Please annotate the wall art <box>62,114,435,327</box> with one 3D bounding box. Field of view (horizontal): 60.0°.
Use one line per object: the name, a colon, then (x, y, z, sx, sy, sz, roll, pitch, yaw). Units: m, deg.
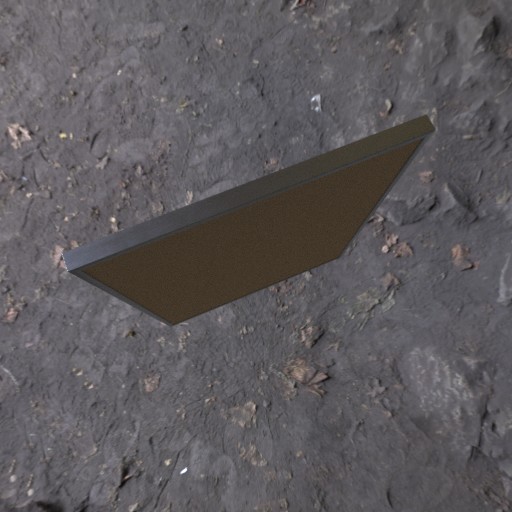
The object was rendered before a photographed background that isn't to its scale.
wall art: (0.000, 0.000, 1.413, 0.803, 1.062, 0.041, -22, 76, -6)
